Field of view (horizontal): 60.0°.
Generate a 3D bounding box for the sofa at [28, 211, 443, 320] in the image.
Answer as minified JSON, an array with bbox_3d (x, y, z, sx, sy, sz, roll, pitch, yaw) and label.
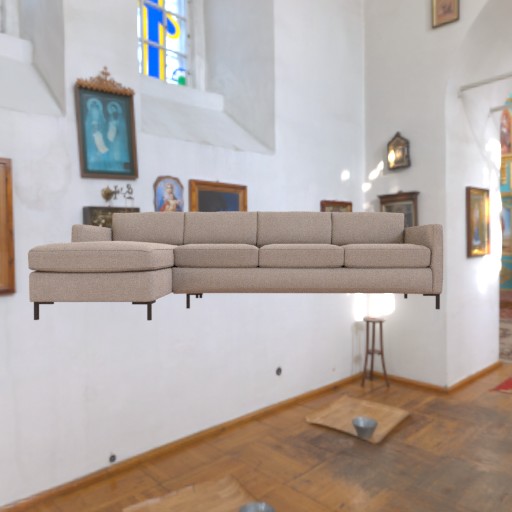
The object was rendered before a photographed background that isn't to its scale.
[{"bbox_3d":[0.000,0.000,3.521,2.923,0.816,1.469,0,1,1],"label":"sofa"}]
